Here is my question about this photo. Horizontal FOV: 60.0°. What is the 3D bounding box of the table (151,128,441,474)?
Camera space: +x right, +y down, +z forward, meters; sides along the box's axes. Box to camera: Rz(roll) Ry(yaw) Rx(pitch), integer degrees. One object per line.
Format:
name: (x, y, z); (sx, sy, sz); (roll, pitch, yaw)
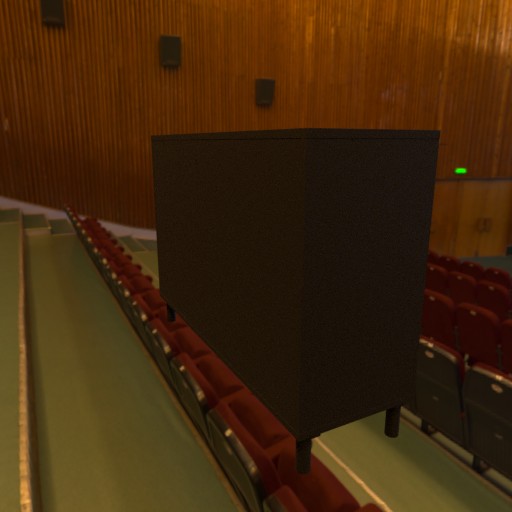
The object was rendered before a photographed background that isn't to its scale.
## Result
table: (0.000, 0.000, 1.606); (0.400, 0.855, 1.200); (-7, 16, -27)
